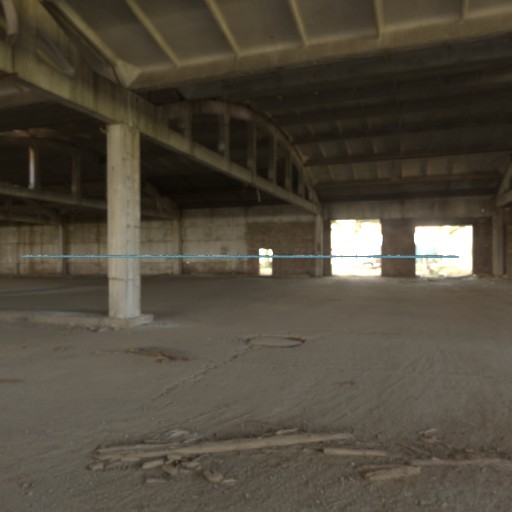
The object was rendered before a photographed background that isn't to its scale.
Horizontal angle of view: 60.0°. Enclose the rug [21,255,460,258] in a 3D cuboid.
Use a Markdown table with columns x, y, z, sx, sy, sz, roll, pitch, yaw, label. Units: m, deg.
| x | y | z | sx | sy | sz | roll | pitch | yaw | label |
| --- | --- | --- | --- | --- | --- | --- | --- | --- | --- |
| 0.000 | 0.000 | 2.811 | 2.205 | 0.012 | 1.554 | 0 | 0 | 19 | rug |
